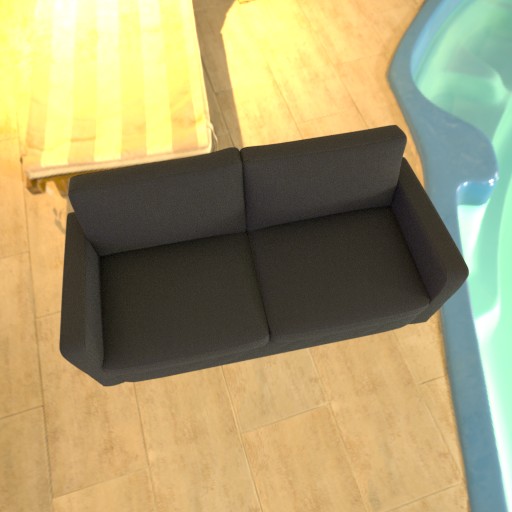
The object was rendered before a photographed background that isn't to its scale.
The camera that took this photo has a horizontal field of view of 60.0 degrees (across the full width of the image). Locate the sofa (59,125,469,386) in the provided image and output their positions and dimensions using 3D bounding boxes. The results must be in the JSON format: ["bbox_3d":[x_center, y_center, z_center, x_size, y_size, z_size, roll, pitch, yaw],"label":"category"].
[{"bbox_3d":[0.000,0.000,2.278,1.852,0.839,0.898,-10,64,-5],"label":"sofa"}]
